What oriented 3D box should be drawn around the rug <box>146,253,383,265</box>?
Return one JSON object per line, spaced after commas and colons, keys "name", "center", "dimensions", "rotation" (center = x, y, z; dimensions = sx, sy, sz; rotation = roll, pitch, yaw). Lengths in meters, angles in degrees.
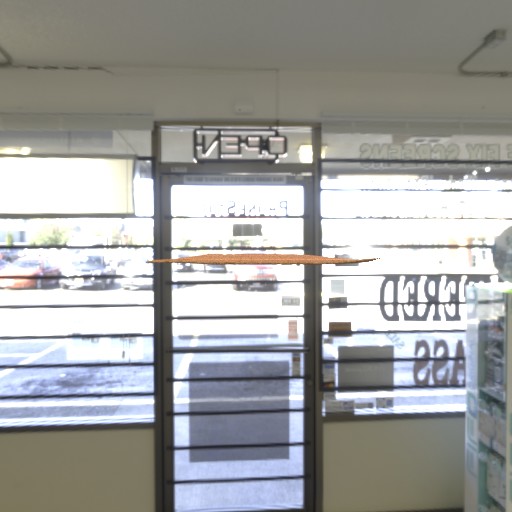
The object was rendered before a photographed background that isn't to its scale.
{"name": "rug", "center": [0.000, 0.000, 2.691], "dimensions": [0.799, 0.030, 2.444], "rotation": [0, 1, -1]}
